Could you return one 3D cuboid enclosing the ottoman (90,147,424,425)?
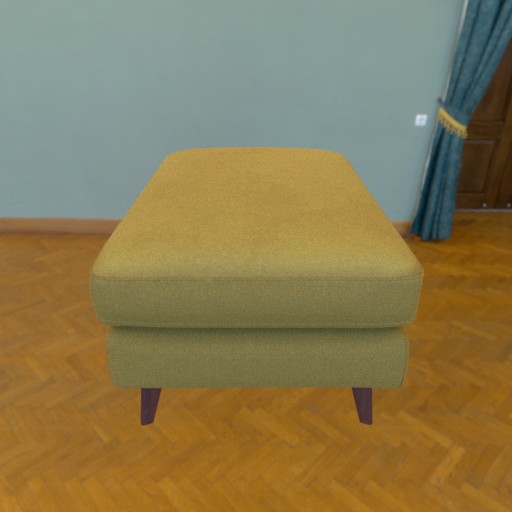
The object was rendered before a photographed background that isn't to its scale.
[{"bbox_3d":[0.000,0.000,1.168,0.608,0.449,0.811,0,27,0],"label":"ottoman"}]
